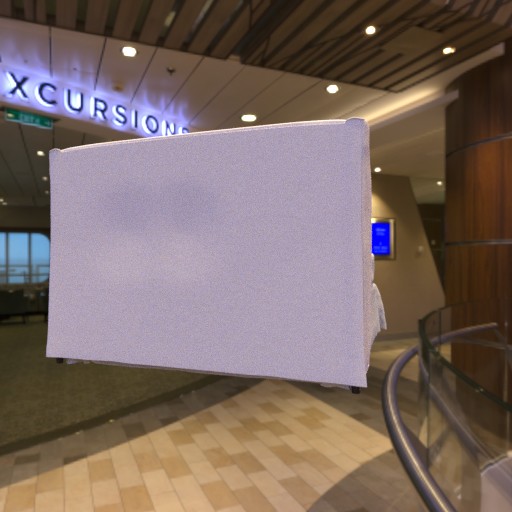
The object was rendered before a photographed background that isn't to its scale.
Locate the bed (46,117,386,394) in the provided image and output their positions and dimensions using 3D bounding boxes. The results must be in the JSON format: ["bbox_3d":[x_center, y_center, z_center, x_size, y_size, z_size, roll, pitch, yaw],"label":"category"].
[{"bbox_3d":[0.000,0.000,3.448,1.925,1.332,2.276,0,0,20],"label":"bed"}]
